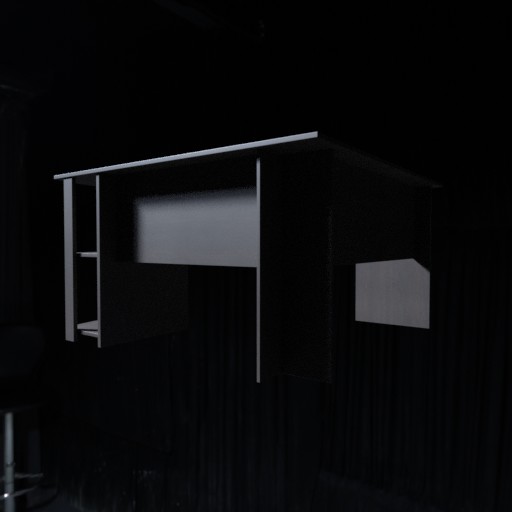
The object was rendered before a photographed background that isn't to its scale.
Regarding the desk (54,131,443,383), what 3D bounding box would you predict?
[{"bbox_3d":[0.000,0.000,2.107,1.361,0.716,1.303,1,2,36],"label":"desk"}]
